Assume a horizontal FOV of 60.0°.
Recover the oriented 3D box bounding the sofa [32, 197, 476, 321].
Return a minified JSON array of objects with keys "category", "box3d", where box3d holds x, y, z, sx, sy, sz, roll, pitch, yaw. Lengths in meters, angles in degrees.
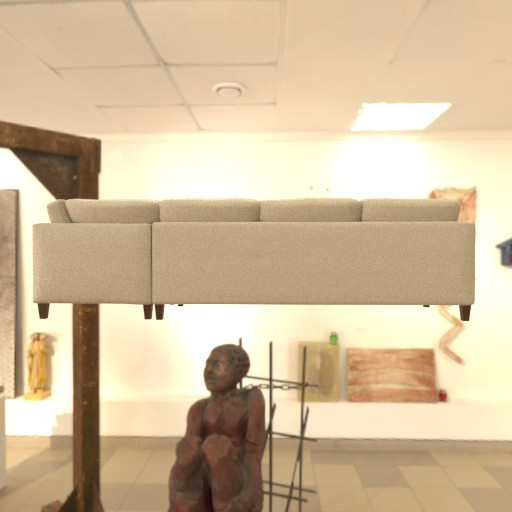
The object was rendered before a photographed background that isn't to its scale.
[{"category":"sofa","box3d":[0.000,0.000,4.496,3.333,0.934,2.522,0,1,2]}]
